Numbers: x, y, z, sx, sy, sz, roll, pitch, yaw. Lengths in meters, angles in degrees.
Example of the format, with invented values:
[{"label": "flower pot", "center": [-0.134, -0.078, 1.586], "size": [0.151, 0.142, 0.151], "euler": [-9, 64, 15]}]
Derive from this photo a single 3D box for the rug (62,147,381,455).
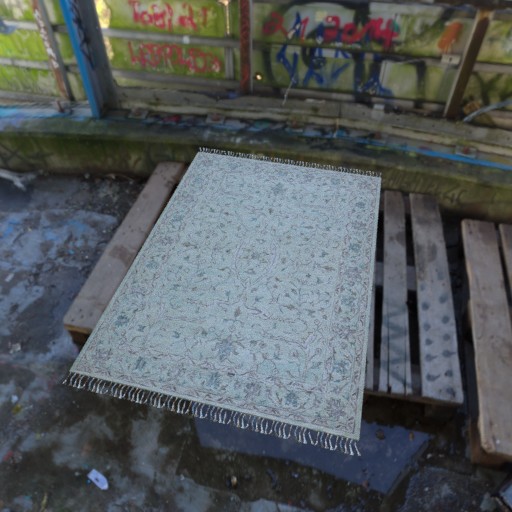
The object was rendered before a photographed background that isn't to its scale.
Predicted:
[{"label": "rug", "center": [0.000, 0.000, 2.340], "size": [1.247, 0.008, 1.802], "euler": [10, 48, 9]}]
